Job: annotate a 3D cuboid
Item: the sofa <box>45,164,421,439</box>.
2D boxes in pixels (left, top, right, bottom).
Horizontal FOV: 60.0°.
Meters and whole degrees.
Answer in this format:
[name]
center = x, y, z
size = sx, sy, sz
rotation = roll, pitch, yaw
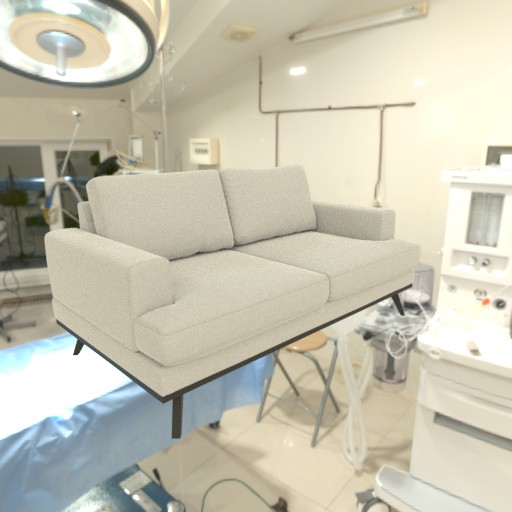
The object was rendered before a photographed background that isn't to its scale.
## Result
[sofa]
center = 0.000, 0.000, 2.162
size = 1.650, 0.810, 0.920
rotation = -14, 20, -42
